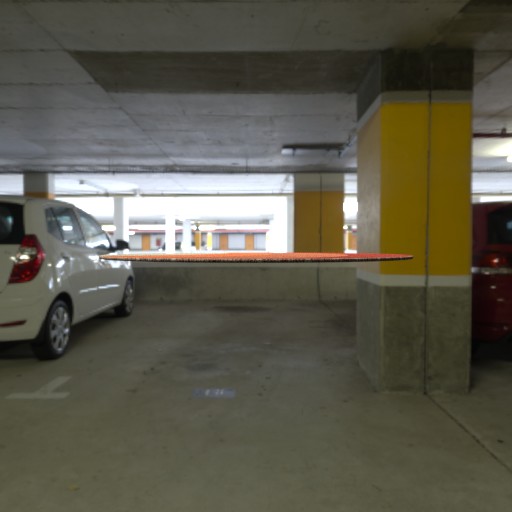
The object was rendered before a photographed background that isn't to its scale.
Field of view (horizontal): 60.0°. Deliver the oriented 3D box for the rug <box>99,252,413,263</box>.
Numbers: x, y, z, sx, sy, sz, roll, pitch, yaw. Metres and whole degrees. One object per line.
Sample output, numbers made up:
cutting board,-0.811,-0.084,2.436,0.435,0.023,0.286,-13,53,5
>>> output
rug,0.000,0.000,2.262,1.514,0.015,1.514,0,1,0
